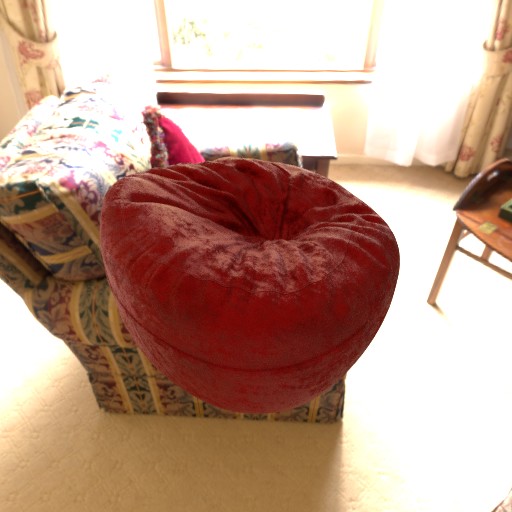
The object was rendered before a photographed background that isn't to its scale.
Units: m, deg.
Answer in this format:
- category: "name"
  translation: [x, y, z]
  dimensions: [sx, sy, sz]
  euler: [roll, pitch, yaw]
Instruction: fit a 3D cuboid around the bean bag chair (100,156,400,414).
- category: "bean bag chair"
  translation: [0.000, 0.000, 2.412]
  dimensions: [1.524, 0.878, 1.524]
  euler: [-26, 47, -27]
